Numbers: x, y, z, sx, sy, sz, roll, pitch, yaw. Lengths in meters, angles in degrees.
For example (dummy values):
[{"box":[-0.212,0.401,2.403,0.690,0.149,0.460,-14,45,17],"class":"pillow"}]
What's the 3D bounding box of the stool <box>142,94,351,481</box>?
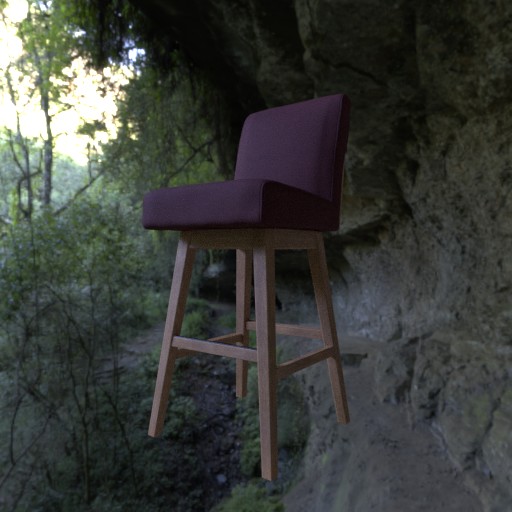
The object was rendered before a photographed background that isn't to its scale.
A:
[{"box":[0.000,0.000,1.408,0.468,1.093,0.562,1,1,36],"class":"stool"}]
